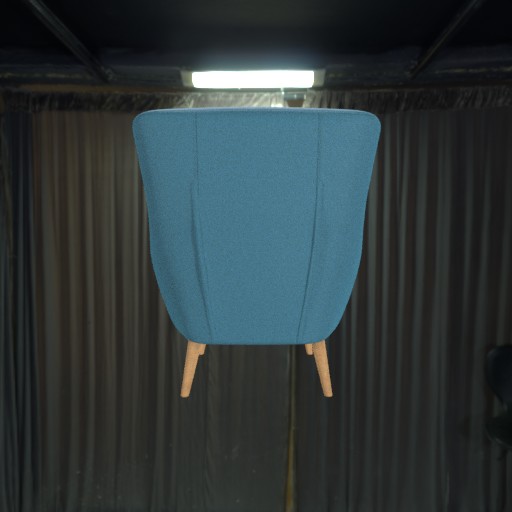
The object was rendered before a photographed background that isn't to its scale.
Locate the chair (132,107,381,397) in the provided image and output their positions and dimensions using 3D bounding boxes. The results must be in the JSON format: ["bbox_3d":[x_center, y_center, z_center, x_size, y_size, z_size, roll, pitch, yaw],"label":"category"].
[{"bbox_3d":[0.000,0.000,1.658,0.890,0.889,0.889,0,1,0],"label":"chair"}]
